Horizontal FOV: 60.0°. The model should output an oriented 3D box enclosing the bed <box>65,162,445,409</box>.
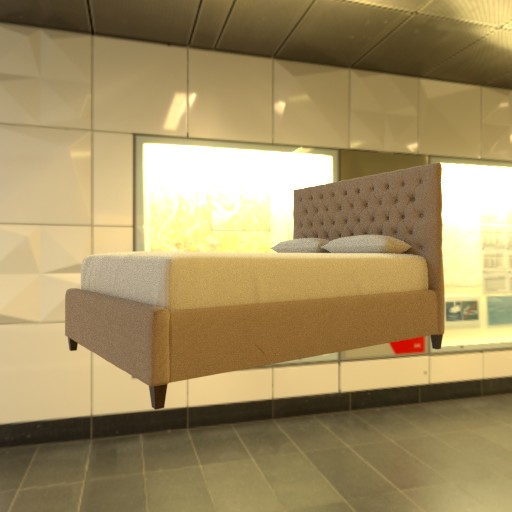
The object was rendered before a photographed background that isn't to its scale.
[{"bbox_3d":[0.000,0.000,3.388,2.387,1.427,1.698,0,0,-36],"label":"bed"}]
